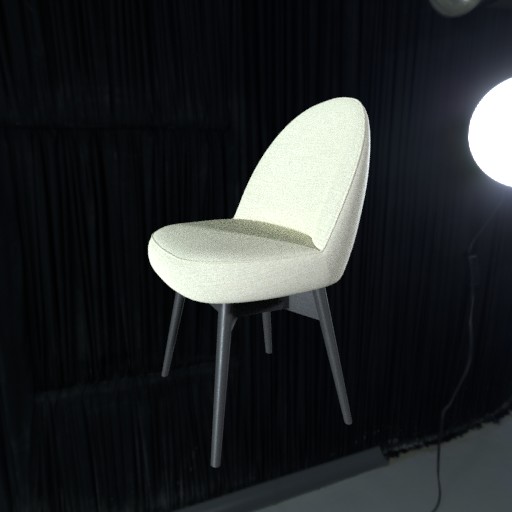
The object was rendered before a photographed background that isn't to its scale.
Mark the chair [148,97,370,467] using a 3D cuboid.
[{"bbox_3d":[0.000,0.000,1.208,0.540,0.838,0.532,-7,15,-25],"label":"chair"}]
